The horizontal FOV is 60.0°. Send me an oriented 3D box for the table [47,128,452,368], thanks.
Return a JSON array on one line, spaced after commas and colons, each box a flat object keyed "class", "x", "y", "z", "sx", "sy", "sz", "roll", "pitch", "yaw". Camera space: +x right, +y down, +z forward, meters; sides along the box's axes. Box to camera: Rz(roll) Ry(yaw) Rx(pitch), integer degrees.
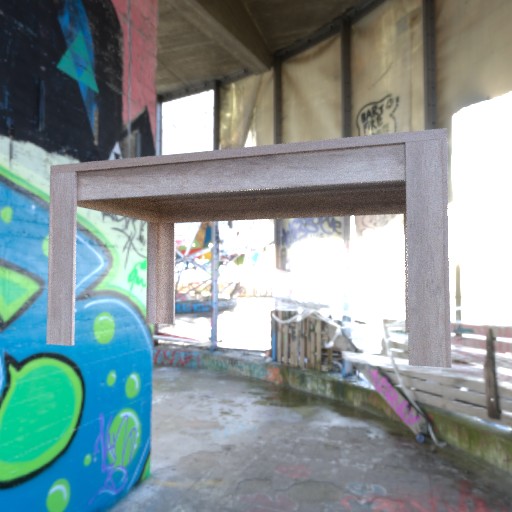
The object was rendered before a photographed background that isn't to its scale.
[{"class": "table", "x": 0.000, "y": 0.000, "z": 2.102, "sx": 1.600, "sy": 0.775, "sz": 0.900, "roll": -1, "pitch": -3, "yaw": 18}]
